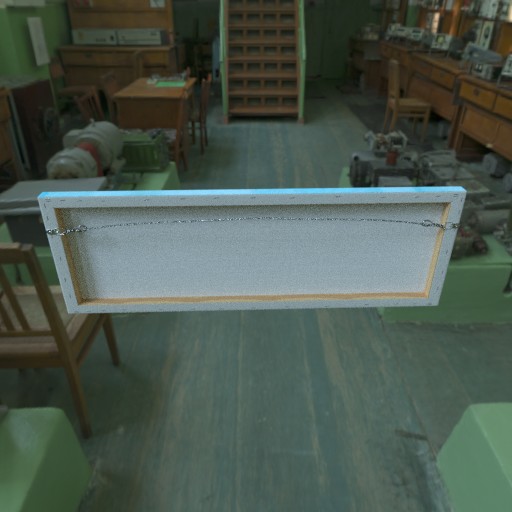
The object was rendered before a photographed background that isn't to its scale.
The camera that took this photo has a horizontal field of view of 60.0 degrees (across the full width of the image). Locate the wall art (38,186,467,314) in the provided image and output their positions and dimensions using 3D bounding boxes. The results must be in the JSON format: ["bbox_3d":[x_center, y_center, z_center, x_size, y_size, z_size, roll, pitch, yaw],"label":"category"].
[{"bbox_3d":[0.000,0.000,0.844,0.759,0.254,0.044,-1,30,-2],"label":"wall art"}]
